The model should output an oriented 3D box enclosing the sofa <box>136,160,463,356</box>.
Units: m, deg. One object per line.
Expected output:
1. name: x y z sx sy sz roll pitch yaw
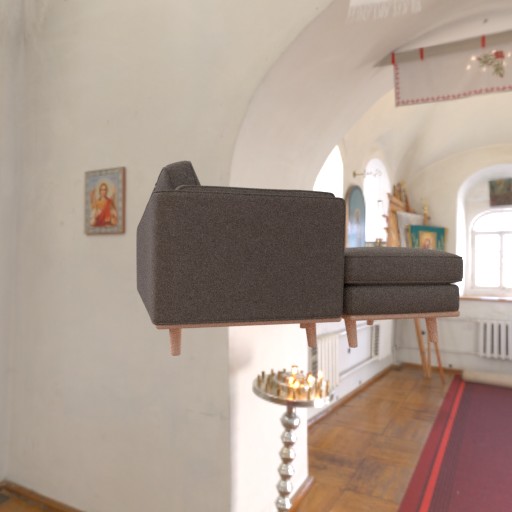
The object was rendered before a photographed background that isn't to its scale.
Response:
1. sofa: 0.000 0.000 3.188 1.604 0.929 2.411 0 -1 -17
